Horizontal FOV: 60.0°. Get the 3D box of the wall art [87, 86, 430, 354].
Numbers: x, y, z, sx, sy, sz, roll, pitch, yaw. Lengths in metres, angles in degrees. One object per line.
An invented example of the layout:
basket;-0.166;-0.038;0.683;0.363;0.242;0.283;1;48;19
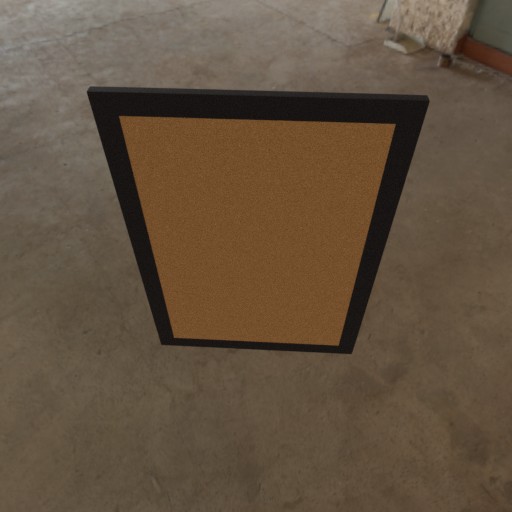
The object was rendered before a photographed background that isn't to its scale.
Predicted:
wall art;0.000;0.000;0.690;0.380;0.534;0.013;2;47;2
